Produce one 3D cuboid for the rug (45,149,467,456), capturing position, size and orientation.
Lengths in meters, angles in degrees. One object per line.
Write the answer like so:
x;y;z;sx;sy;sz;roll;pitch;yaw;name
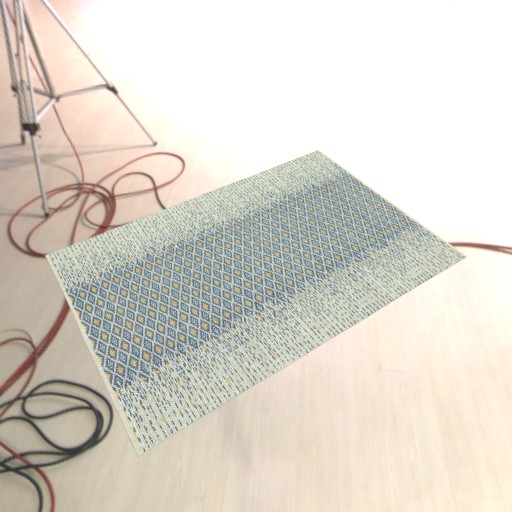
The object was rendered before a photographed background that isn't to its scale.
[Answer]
0.000;0.000;2.306;1.828;0.005;1.219;-25;51;-23;rug
